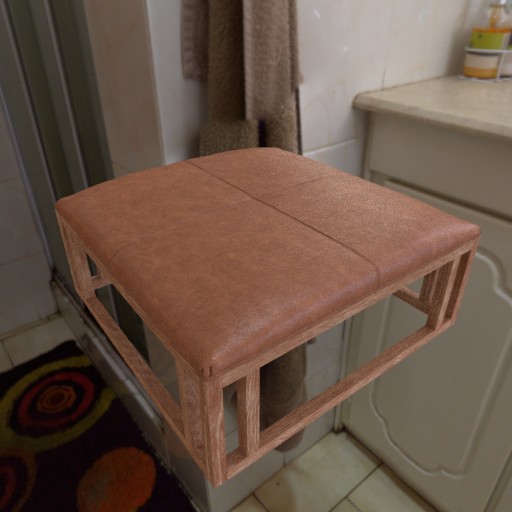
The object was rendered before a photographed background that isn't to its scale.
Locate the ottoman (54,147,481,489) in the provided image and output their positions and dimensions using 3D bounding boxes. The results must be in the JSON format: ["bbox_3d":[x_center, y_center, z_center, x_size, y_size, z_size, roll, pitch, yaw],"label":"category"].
[{"bbox_3d":[0.000,0.000,1.541,1.013,0.442,1.016,-21,37,-31],"label":"ottoman"}]
